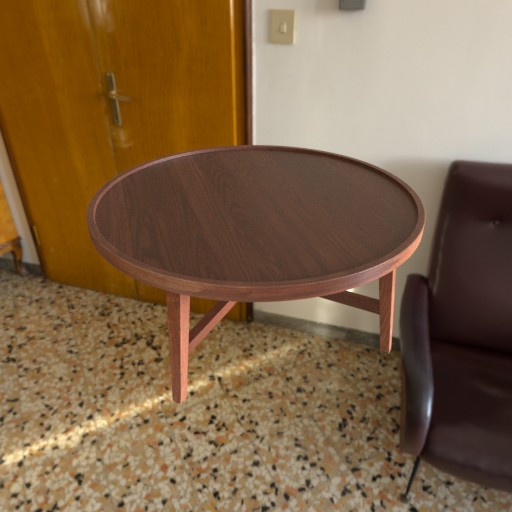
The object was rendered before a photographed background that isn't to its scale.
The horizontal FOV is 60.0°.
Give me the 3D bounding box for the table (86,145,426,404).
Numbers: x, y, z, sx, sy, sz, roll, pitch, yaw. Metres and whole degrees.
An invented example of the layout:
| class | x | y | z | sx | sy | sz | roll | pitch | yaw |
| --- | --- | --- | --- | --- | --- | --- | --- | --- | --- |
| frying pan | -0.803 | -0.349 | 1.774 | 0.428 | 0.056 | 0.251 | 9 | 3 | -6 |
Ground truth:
| class | x | y | z | sx | sy | sz | roll | pitch | yaw |
| --- | --- | --- | --- | --- | --- | --- | --- | --- | --- |
| table | 0.000 | 0.000 | 1.193 | 0.800 | 0.360 | 0.800 | 0 | 31 | 0 |
